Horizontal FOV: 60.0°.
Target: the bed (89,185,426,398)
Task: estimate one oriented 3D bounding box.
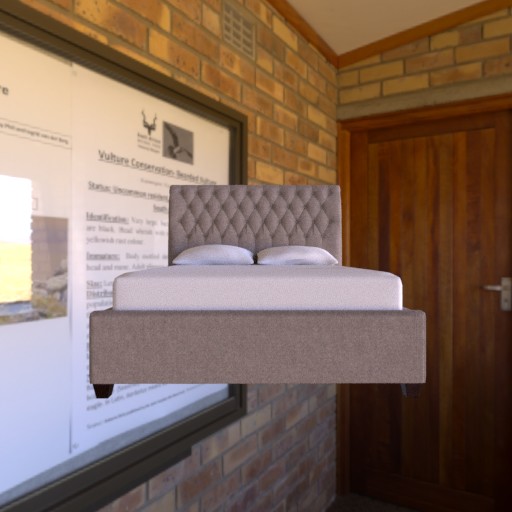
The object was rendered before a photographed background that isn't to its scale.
[{"bbox_3d":[0.000,0.000,3.258,1.645,1.371,2.252,0,0,-1],"label":"bed"}]
